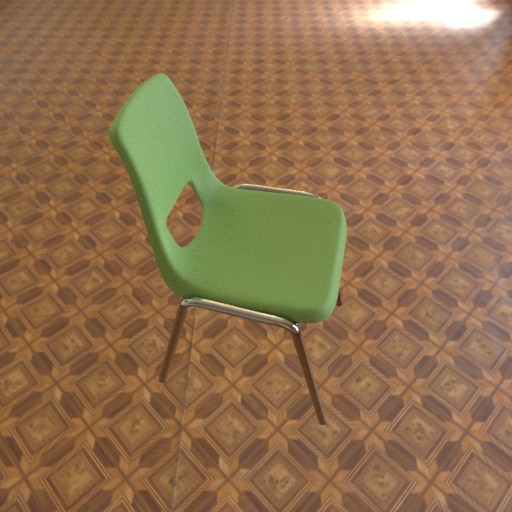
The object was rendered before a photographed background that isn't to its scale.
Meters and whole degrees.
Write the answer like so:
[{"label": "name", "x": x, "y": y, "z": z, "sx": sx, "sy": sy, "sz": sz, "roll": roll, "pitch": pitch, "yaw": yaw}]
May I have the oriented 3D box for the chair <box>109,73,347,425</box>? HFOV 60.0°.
[{"label": "chair", "x": 0.000, "y": 0.000, "z": 0.966, "sx": 0.436, "sy": 0.704, "sz": 0.381, "roll": 10, "pitch": 48, "yaw": 9}]
